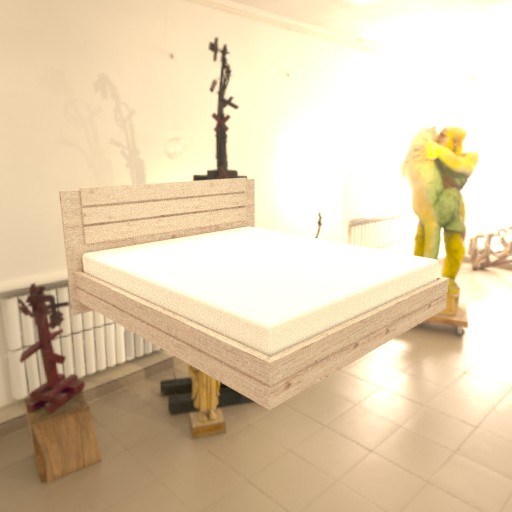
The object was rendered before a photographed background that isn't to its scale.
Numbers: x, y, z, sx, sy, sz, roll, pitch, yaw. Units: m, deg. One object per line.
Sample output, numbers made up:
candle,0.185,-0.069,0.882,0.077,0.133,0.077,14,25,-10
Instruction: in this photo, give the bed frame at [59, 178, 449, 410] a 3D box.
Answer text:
bed frame,0.000,0.000,3.255,1.950,0.970,2.080,-13,19,-43
